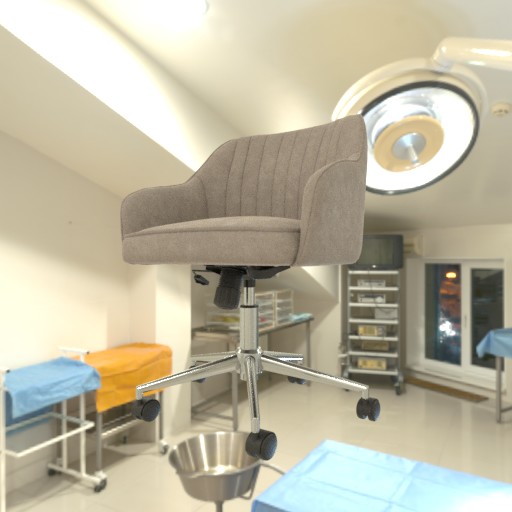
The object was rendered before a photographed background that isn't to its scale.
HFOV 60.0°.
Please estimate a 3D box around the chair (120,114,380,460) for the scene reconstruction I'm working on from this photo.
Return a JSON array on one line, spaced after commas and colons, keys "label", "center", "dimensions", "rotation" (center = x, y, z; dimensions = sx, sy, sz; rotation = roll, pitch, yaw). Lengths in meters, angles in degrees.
[{"label": "chair", "center": [0.000, 0.000, 1.233], "dimensions": [0.635, 0.831, 0.573], "rotation": [0, 0, 36]}]
